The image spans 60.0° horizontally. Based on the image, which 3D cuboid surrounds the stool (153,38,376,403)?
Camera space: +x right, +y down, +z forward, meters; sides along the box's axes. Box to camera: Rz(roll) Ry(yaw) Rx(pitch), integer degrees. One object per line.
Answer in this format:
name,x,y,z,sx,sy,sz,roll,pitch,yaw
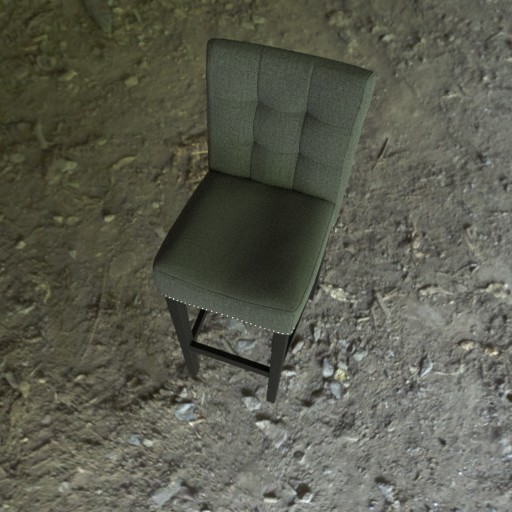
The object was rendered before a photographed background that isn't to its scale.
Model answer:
stool,0.000,0.000,1.343,0.411,1.047,0.548,17,60,10
